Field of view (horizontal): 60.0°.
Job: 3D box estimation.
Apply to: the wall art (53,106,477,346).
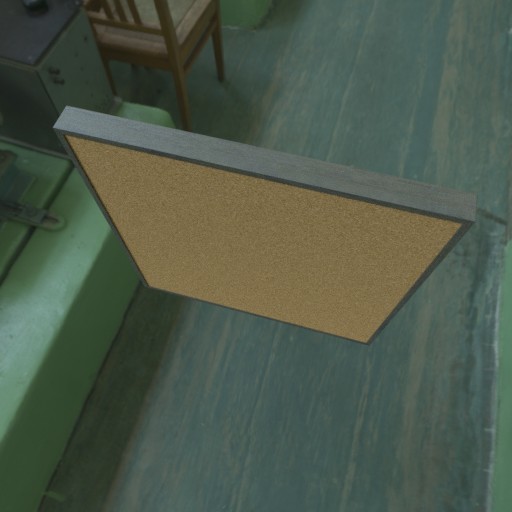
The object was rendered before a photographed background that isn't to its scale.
[{"bbox_3d":[0.000,0.000,0.748,0.507,0.507,0.037,14,64,7],"label":"wall art"}]
